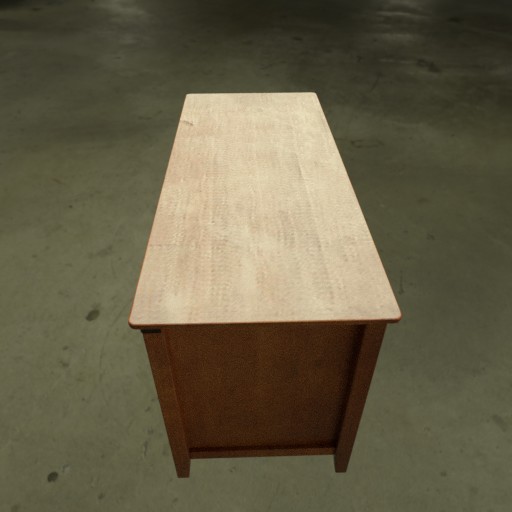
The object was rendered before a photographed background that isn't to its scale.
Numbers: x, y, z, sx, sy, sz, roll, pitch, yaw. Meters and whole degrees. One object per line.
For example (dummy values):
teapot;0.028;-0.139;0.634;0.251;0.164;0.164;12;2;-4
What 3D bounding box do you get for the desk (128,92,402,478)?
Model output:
desk;0.000;0.000;1.677;0.574;0.756;1.353;-1;39;-1
